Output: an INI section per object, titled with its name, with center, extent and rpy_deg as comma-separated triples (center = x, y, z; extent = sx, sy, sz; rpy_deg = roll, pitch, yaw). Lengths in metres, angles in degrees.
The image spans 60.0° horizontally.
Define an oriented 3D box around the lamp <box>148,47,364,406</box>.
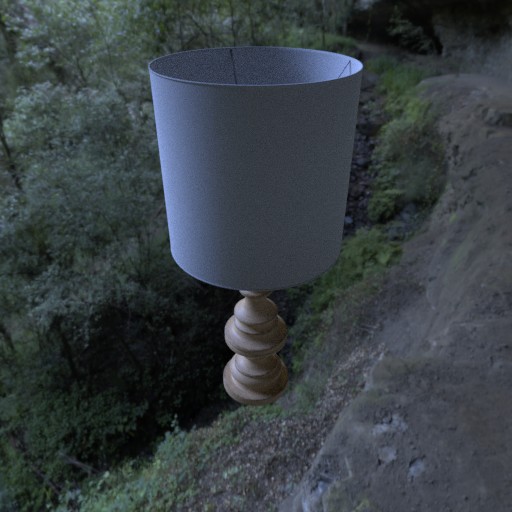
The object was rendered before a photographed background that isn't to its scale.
[lamp]
center = 0.000, 0.000, 0.561
extent = 0.208, 0.455, 0.208
rpy_deg = -22, 39, -30
